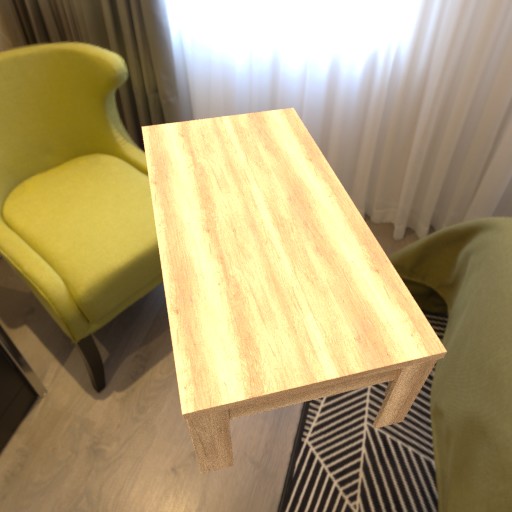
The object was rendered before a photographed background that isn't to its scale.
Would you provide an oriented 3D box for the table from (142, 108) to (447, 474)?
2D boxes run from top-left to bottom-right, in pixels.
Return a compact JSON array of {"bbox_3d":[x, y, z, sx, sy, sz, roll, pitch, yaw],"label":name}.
[{"bbox_3d":[0.000,0.000,1.728,0.700,0.460,1.350,-10,47,-10],"label":"table"}]
